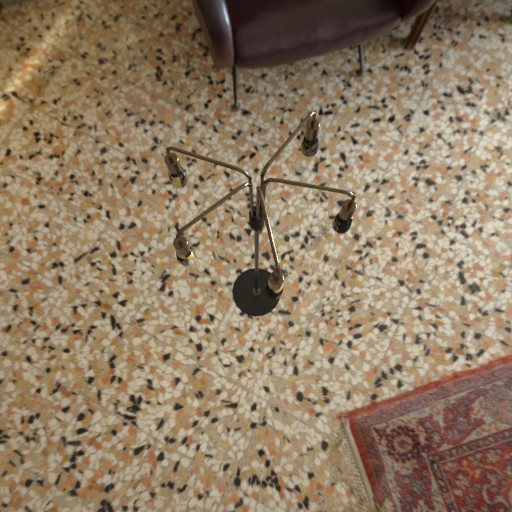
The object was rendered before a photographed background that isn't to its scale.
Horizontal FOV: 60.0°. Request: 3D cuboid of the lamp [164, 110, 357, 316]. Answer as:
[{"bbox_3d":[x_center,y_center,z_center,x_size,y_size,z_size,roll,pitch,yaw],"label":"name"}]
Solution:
[{"bbox_3d":[0.000,0.000,2.035,0.572,1.721,0.599,36,78,9],"label":"lamp"}]
